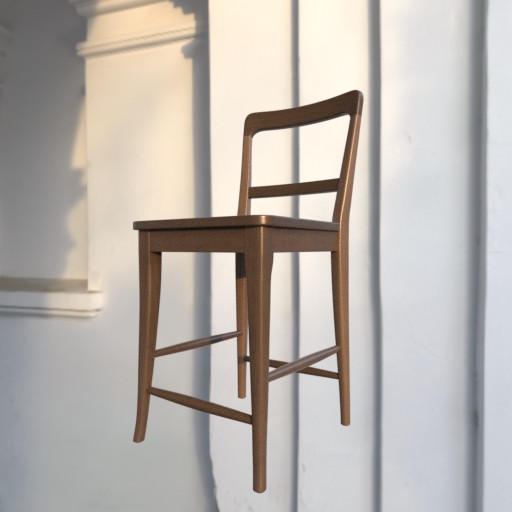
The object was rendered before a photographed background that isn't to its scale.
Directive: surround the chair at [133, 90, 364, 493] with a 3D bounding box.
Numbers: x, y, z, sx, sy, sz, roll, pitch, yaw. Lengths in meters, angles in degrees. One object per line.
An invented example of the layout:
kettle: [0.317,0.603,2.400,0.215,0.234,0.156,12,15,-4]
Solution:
chair: [0.000,0.000,1.262,0.450,0.991,0.546,1,1,37]
